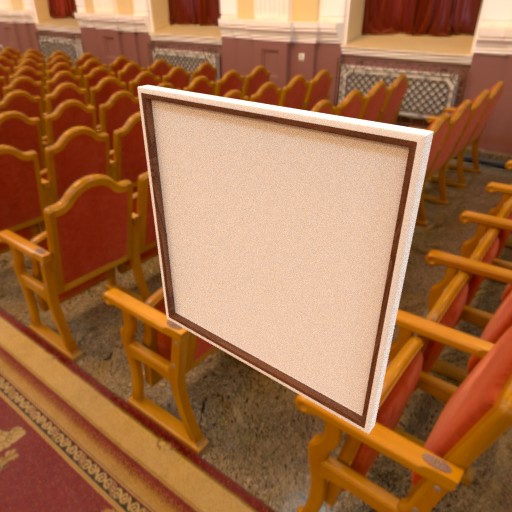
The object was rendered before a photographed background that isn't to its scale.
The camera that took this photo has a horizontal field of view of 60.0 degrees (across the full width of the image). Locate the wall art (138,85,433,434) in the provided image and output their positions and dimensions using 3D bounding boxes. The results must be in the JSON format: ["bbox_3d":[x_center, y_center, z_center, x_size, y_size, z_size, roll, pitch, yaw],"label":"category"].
[{"bbox_3d":[0.000,0.000,1.147,0.757,0.757,0.037,22,37,32],"label":"wall art"}]
